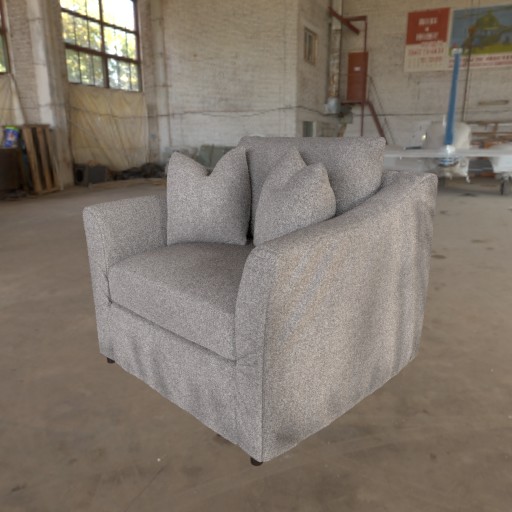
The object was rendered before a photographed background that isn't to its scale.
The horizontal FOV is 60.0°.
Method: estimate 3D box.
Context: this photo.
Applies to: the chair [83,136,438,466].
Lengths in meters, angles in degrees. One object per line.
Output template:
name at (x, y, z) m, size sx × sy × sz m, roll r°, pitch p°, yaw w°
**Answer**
chair at (0.000, 0.000, 2.012) m, size 1.194 × 1.059 × 1.071 m, roll 14°, pitch 20°, yaw 43°
